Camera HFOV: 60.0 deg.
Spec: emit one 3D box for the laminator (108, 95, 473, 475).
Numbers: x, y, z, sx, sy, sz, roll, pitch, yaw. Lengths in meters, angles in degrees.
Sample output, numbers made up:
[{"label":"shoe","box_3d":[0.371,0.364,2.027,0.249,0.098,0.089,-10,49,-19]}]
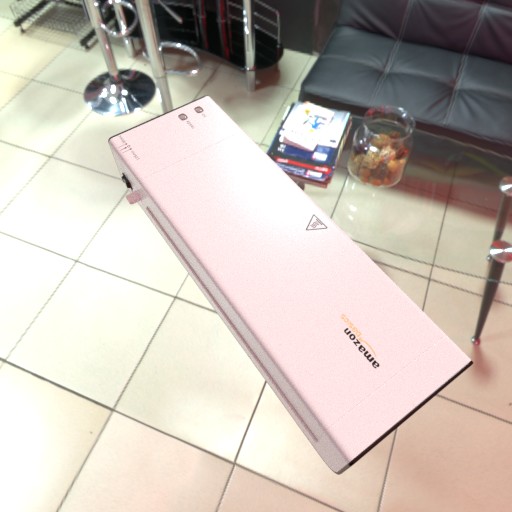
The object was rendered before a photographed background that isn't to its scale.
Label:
[{"label":"laminator","box_3d":[0.000,0.000,0.380,0.123,0.062,0.340,-31,63,-18]}]
